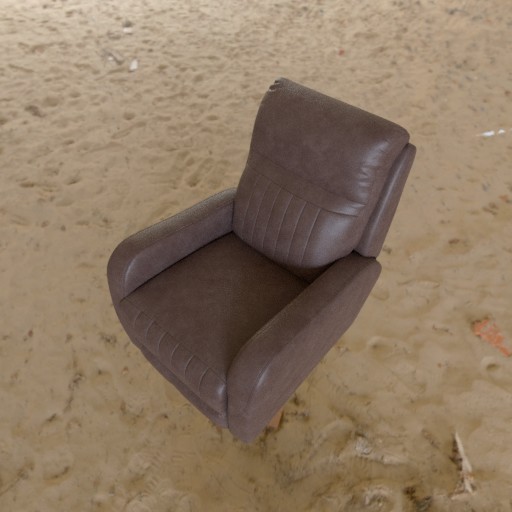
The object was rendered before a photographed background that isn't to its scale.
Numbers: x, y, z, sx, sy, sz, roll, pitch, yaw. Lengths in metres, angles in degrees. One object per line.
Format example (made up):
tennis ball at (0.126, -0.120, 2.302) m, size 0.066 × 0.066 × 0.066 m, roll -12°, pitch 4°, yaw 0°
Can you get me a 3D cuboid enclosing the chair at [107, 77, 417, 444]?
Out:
chair at (0.000, 0.000, 1.851) m, size 0.865 × 1.067 × 1.067 m, roll 34°, pitch 55°, yaw 28°
